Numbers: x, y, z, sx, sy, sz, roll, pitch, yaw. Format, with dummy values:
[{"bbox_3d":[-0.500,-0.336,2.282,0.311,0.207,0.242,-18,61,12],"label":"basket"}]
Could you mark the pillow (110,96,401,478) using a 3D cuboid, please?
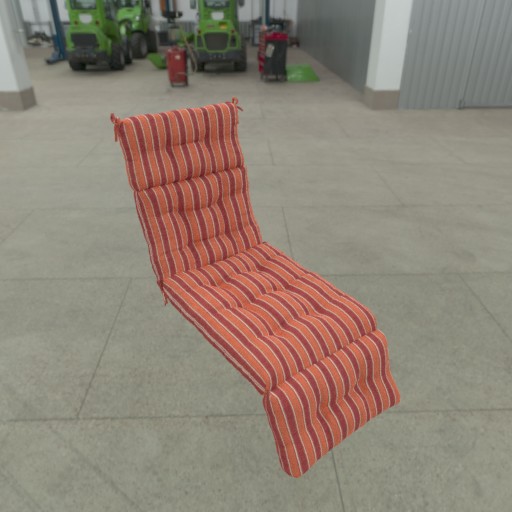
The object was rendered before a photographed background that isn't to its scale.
[{"bbox_3d":[0.000,0.000,1.503,0.526,0.863,1.016,-21,36,-31],"label":"pillow"}]
